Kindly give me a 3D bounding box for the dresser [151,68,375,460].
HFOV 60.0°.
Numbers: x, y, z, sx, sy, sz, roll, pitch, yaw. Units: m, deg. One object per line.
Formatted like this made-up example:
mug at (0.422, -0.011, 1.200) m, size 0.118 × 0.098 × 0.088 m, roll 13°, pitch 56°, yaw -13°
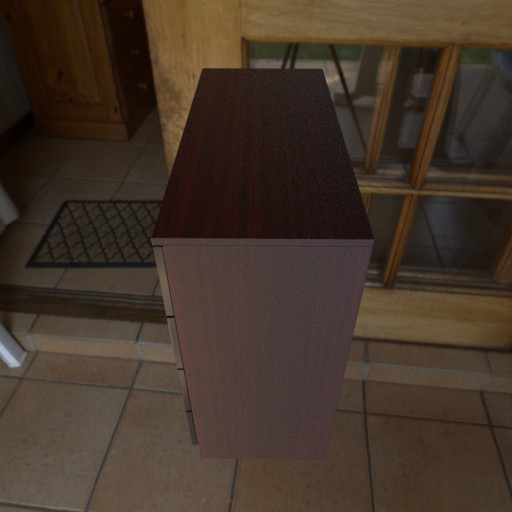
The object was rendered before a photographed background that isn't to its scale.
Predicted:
dresser at (0.000, 0.000, 1.176) m, size 0.360 × 0.720 × 0.750 m, roll 0°, pitch 41°, yaw 0°
